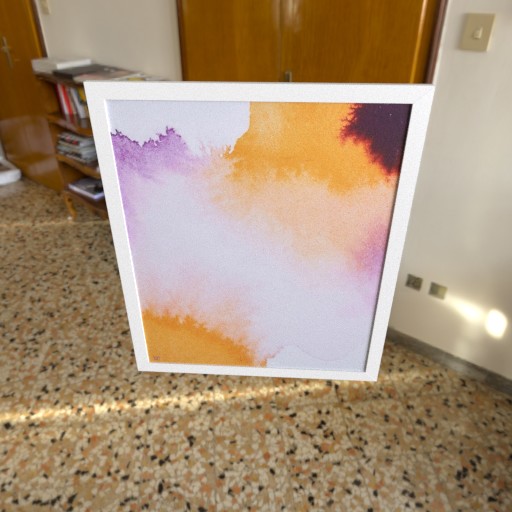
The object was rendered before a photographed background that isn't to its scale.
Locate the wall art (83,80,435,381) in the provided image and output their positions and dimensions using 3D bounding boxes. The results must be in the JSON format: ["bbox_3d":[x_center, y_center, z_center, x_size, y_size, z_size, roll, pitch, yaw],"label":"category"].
[{"bbox_3d":[0.000,0.000,0.754,0.482,0.557,0.012,2,31,3],"label":"wall art"}]
